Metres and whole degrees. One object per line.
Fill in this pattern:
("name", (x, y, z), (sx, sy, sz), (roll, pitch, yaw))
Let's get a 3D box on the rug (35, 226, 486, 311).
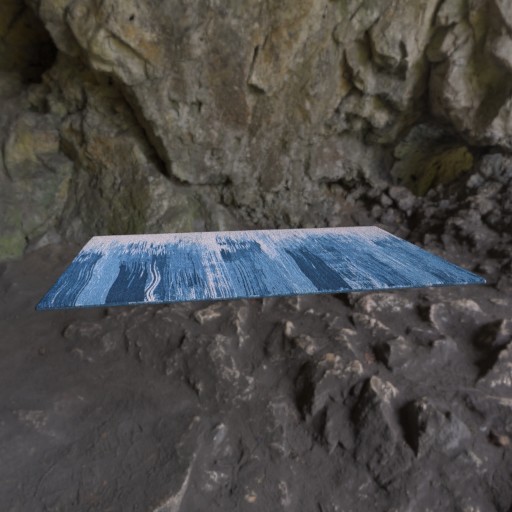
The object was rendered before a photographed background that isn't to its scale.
("rug", (0.000, 0.000, 3.066), (2.450, 0.027, 1.540), (-3, 16, -9))
